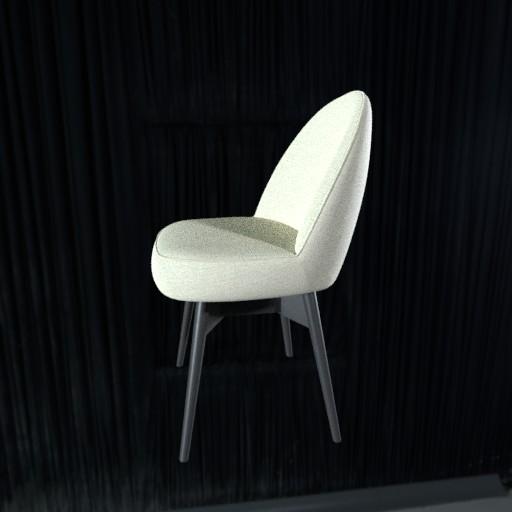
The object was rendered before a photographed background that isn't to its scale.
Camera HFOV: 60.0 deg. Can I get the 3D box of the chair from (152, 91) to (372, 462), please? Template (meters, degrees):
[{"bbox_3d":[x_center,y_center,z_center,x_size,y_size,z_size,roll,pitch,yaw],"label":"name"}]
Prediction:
[{"bbox_3d":[0.000,0.000,1.183,0.540,0.838,0.532,-3,15,-10],"label":"chair"}]
